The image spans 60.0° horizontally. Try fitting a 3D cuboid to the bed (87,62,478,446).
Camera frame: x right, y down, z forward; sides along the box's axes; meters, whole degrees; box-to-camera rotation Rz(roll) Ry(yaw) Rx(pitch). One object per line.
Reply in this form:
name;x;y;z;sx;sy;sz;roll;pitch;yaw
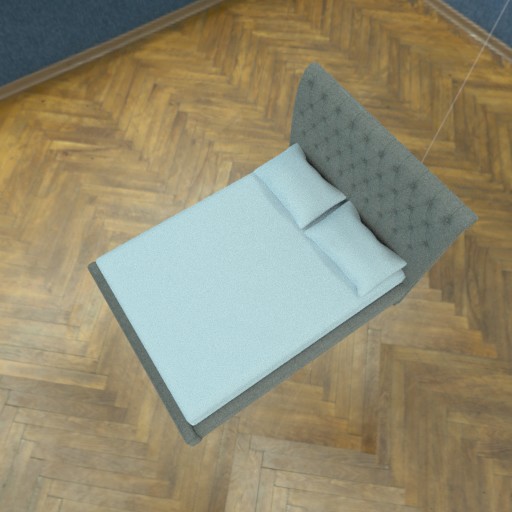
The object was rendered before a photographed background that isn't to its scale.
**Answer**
bed;0.000;0.000;3.358;2.252;1.371;1.645;-31;68;-14
